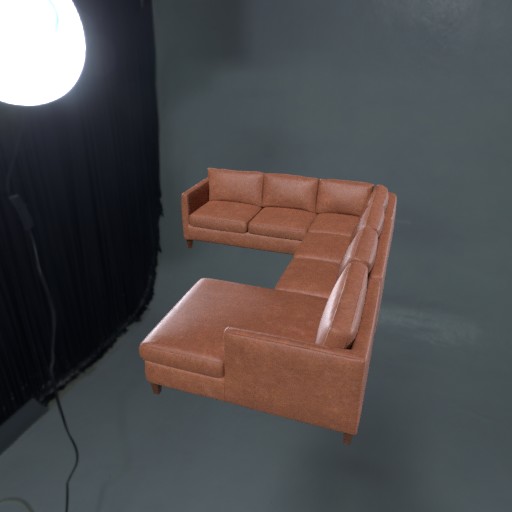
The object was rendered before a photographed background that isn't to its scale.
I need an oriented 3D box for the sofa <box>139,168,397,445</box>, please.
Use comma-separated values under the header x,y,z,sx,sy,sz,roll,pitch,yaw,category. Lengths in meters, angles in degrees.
x,y,z,sx,sy,sz,roll,pitch,yaw,category
0.000,0.000,4.578,2.593,0.923,3.460,9,27,17,sofa
